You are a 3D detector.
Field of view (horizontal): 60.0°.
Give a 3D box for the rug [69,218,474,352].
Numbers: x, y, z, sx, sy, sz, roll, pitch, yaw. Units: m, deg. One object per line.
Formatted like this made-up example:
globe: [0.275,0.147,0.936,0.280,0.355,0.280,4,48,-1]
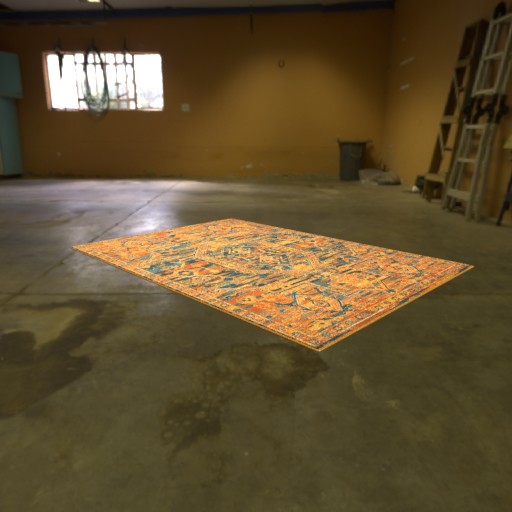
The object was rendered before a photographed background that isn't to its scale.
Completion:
rug: [0.000,0.000,3.852,2.043,0.019,2.916,-15,21,-43]
